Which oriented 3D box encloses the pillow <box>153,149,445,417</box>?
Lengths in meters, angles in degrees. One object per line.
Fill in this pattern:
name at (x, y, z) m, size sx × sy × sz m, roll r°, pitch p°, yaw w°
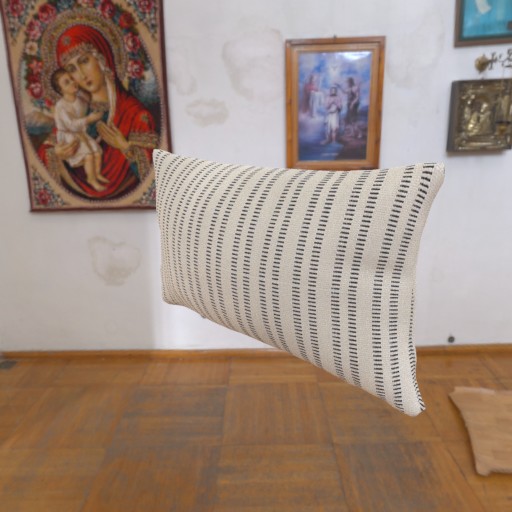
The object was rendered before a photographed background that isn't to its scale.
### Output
pillow at (0.000, 0.000, 0.786) m, size 0.640 × 0.353 × 0.210 m, roll 15°, pitch 22°, yaw 43°
